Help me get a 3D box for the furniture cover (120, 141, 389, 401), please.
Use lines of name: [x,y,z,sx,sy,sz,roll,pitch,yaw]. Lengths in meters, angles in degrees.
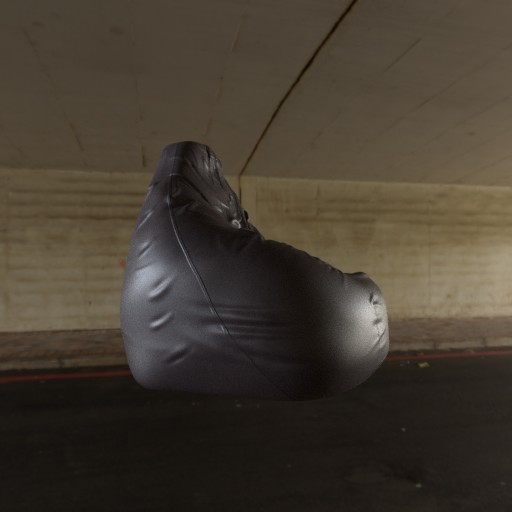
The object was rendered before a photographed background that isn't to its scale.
furniture cover: [0.000,0.000,1.864,1.070,0.990,1.070,0,-1,19]
